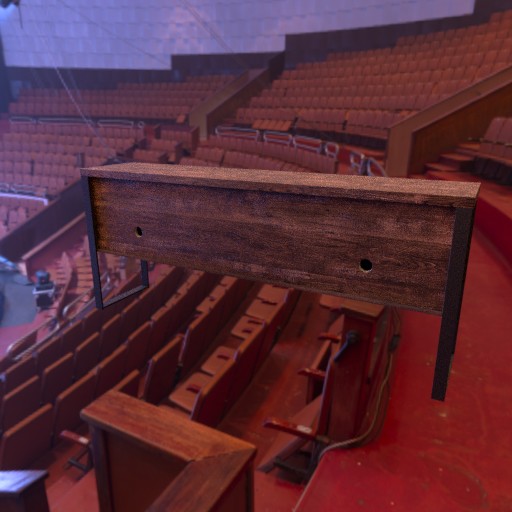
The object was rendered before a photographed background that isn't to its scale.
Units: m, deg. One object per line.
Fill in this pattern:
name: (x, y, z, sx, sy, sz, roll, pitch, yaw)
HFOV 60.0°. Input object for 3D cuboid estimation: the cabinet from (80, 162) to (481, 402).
cabinet: (0.000, 0.000, 2.099, 1.800, 0.762, 0.395, 9, 19, 27)
